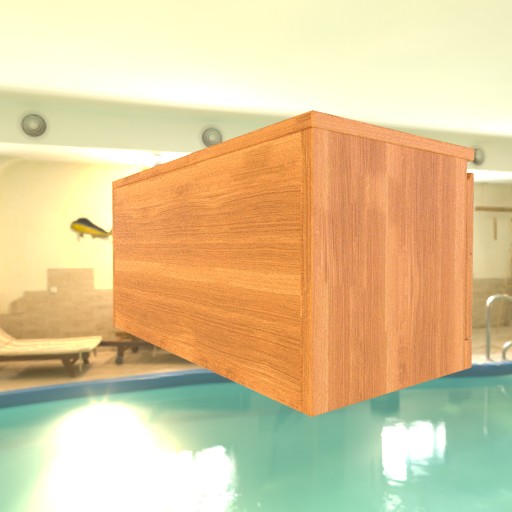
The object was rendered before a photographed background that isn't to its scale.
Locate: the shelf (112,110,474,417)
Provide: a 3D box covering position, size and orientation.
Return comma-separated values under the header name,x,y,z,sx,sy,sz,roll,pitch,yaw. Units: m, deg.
name,x,y,z,sx,sy,sz,roll,pitch,yaw
shelf,0.000,0.000,1.015,0.400,0.400,0.800,-1,2,-36
